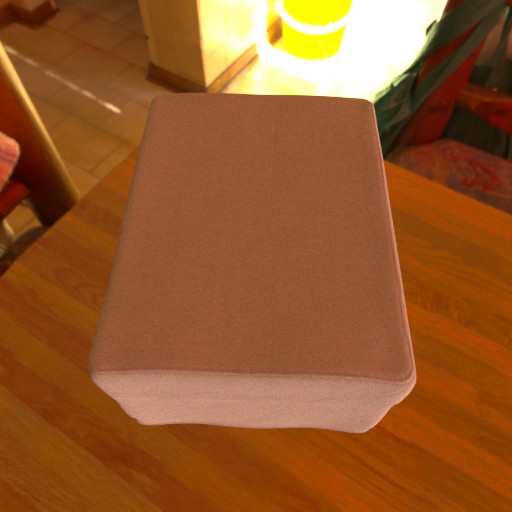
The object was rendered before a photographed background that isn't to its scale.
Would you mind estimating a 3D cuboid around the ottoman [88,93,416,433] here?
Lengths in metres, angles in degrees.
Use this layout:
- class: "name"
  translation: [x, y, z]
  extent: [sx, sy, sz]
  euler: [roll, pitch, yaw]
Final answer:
- class: "ottoman"
  translation: [0.000, 0.000, 1.227]
  extent: [0.648, 0.461, 0.833]
  euler: [2, 58, 1]
